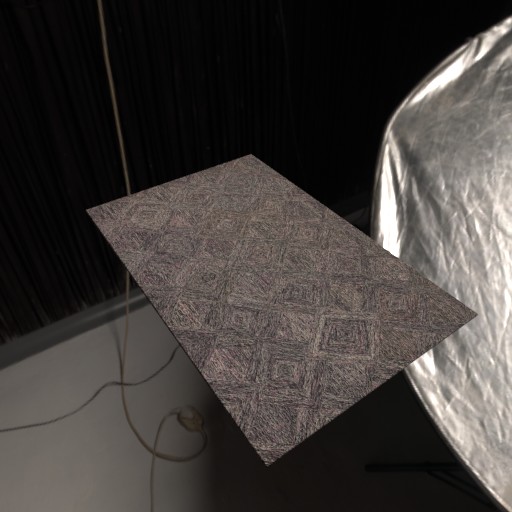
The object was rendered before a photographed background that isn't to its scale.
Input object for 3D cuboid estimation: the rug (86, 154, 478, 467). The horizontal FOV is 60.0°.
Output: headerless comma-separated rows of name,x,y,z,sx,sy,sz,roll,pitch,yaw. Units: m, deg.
rug,0.000,0.000,2.925,1.501,0.017,2.298,-25,47,-26
